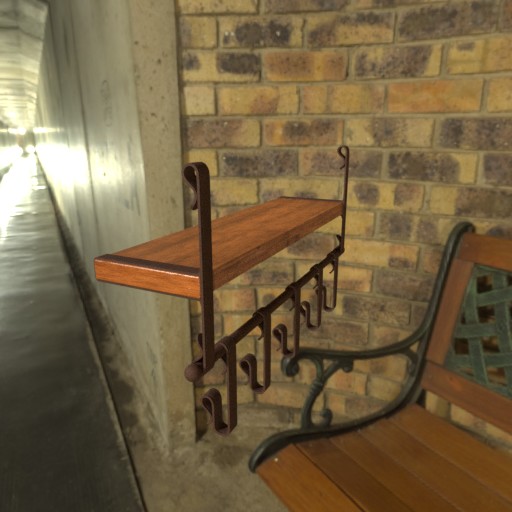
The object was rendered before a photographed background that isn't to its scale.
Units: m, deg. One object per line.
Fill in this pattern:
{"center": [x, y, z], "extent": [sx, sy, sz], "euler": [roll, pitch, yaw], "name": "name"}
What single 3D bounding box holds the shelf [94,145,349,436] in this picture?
{"center": [0.000, 0.000, 0.711], "extent": [0.146, 0.330, 0.567], "euler": [8, 18, 25], "name": "shelf"}
